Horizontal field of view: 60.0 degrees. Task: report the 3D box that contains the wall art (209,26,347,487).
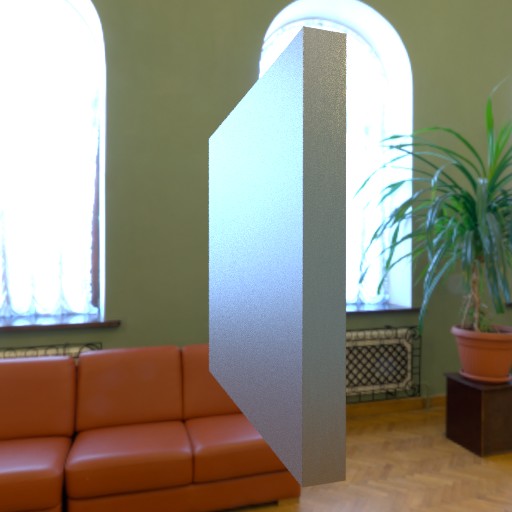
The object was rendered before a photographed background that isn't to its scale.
[{"bbox_3d":[0.000,0.000,0.508,0.038,0.350,0.350,0,0,-18],"label":"wall art"}]
